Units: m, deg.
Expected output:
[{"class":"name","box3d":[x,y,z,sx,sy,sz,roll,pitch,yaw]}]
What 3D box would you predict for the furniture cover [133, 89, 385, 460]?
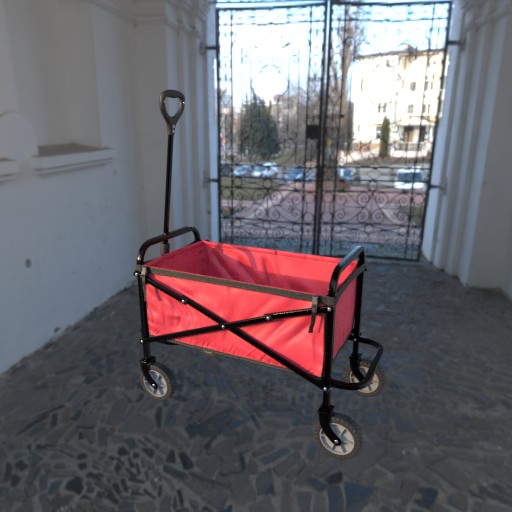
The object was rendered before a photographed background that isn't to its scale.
[{"class":"furniture cover","box3d":[0.000,0.000,1.806,1.038,1.295,0.532,8,18,25]}]
